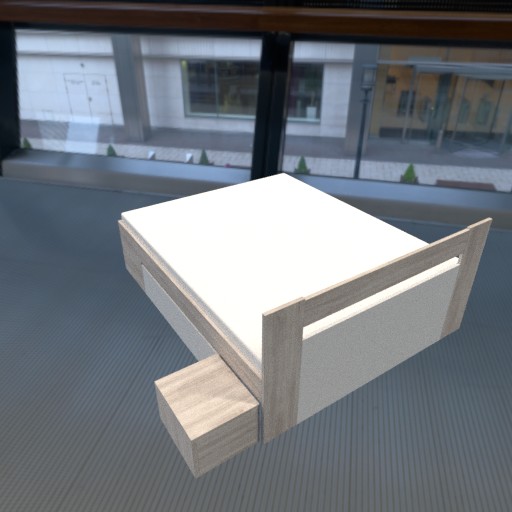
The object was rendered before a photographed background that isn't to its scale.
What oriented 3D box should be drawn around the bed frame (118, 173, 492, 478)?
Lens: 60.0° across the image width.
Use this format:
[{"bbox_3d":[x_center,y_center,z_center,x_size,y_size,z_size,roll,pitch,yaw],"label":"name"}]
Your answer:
[{"bbox_3d":[0.000,0.000,3.122,2.040,0.860,2.050,-19,36,-28],"label":"bed frame"}]
